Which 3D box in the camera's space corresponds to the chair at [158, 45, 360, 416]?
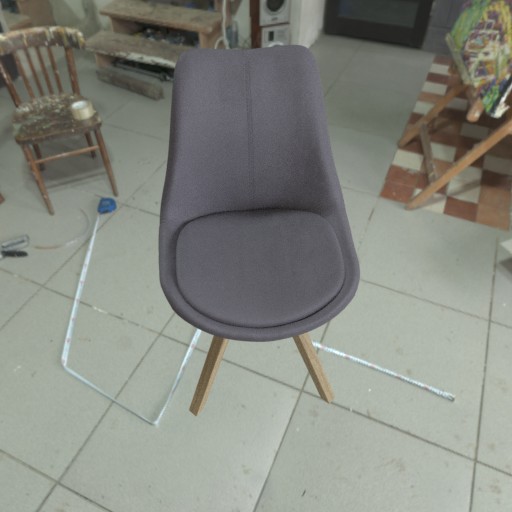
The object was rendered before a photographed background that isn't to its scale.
[{"bbox_3d":[0.000,0.000,1.161,0.483,0.865,0.547,-4,47,-4],"label":"chair"}]
